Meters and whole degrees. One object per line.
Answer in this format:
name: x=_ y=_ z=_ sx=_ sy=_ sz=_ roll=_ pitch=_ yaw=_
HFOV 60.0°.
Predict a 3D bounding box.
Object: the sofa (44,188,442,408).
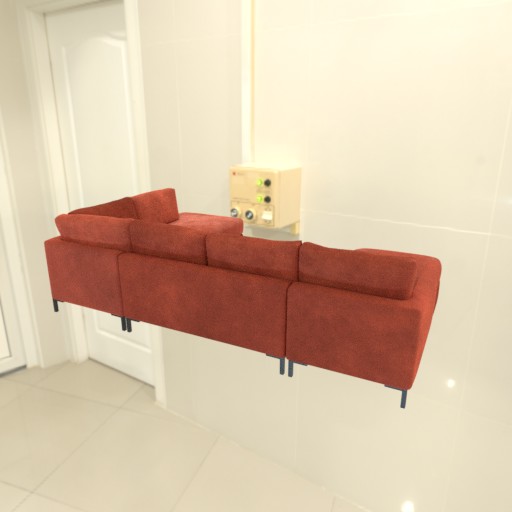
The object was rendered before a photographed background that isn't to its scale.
sofa: x=0.000 y=0.000 z=3.839 sx=2.971 sy=0.858 sz=1.981 roll=9 pitch=20 yaw=25
